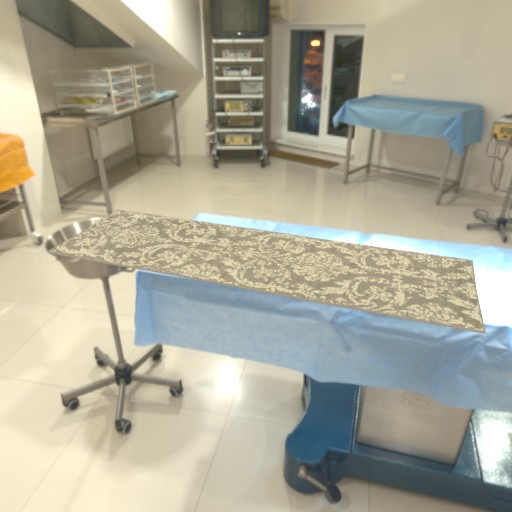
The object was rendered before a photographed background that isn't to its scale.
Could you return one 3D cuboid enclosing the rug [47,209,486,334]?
[{"bbox_3d":[0.000,0.000,2.385,2.196,0.011,0.662,9,29,17],"label":"rug"}]
